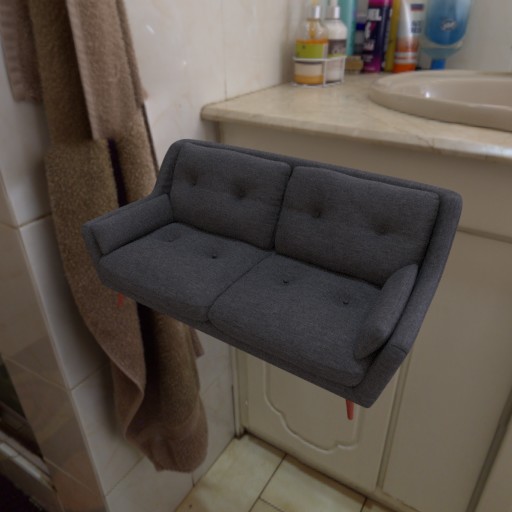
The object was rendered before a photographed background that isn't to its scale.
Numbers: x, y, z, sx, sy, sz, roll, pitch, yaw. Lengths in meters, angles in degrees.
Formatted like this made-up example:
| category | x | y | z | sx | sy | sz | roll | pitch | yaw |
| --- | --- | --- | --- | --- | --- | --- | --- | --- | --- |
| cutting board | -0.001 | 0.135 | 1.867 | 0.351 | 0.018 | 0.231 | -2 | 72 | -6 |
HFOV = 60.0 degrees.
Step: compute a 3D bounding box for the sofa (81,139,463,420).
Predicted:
| category | x | y | z | sx | sy | sz | roll | pitch | yaw |
| --- | --- | --- | --- | --- | --- | --- | --- | --- | --- |
| sofa | 0.000 | 0.000 | 2.468 | 1.929 | 0.896 | 0.975 | 18 | 34 | 29 |
